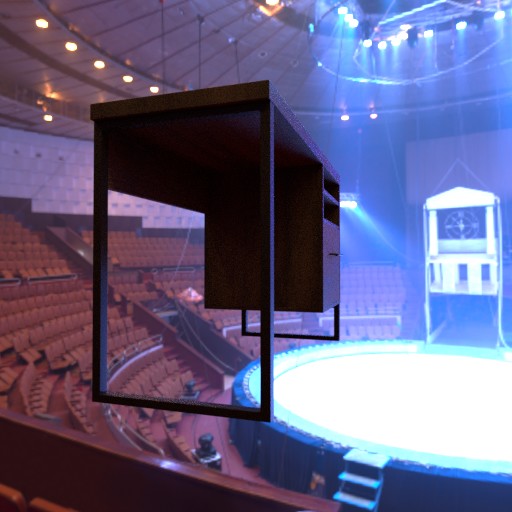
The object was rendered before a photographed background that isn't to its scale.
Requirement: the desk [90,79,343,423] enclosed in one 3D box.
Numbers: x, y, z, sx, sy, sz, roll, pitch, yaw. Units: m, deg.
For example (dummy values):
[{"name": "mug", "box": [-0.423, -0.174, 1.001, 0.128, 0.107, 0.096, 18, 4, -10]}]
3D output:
[{"name": "desk", "box": [0.000, 0.000, 1.572, 0.511, 0.752, 1.134, 0, -1, 18]}]
